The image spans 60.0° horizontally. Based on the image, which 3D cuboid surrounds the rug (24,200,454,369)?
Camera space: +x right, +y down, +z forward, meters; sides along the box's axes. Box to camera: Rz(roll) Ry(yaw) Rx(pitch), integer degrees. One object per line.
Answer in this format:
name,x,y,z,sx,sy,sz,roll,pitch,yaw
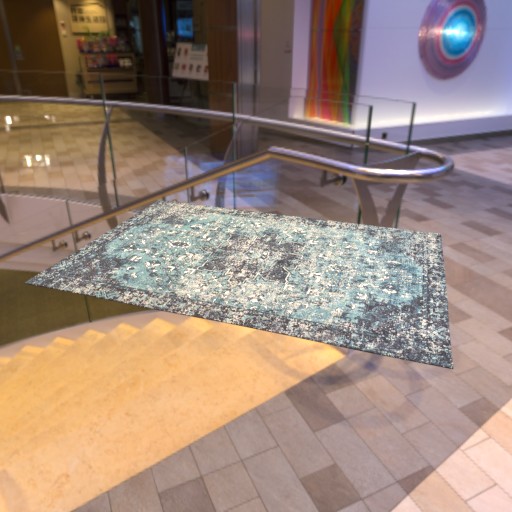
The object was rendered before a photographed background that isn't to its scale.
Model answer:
rug,0.000,0.000,2.283,1.828,0.005,1.219,9,27,17
